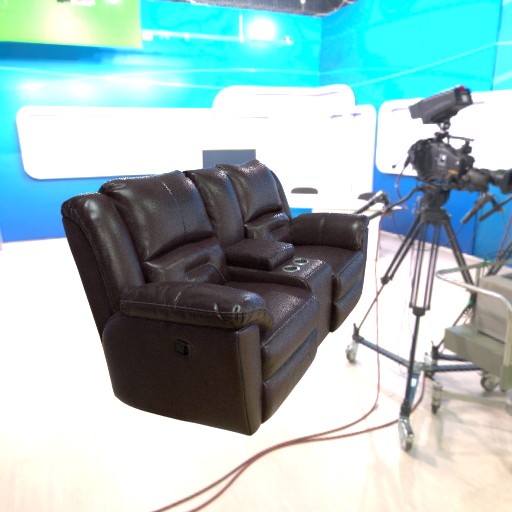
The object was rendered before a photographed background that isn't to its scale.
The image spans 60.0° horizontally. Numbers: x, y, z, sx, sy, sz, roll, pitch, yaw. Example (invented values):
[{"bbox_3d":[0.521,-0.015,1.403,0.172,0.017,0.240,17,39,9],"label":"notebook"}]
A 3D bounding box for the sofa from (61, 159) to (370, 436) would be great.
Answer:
[{"bbox_3d":[0.000,0.000,2.672,0.991,1.043,2.058,8,18,26],"label":"sofa"}]
